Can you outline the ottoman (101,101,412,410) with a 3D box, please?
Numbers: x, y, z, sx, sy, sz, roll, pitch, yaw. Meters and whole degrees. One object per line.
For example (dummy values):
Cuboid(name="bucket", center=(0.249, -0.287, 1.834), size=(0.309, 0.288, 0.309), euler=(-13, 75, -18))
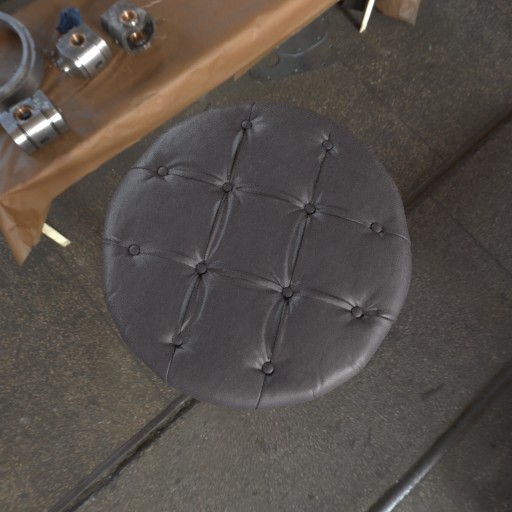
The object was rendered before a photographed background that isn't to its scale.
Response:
Cuboid(name="ottoman", center=(0.000, 0.000, 1.401), size=(0.901, 0.439, 0.901), euler=(0, 76, 0))
